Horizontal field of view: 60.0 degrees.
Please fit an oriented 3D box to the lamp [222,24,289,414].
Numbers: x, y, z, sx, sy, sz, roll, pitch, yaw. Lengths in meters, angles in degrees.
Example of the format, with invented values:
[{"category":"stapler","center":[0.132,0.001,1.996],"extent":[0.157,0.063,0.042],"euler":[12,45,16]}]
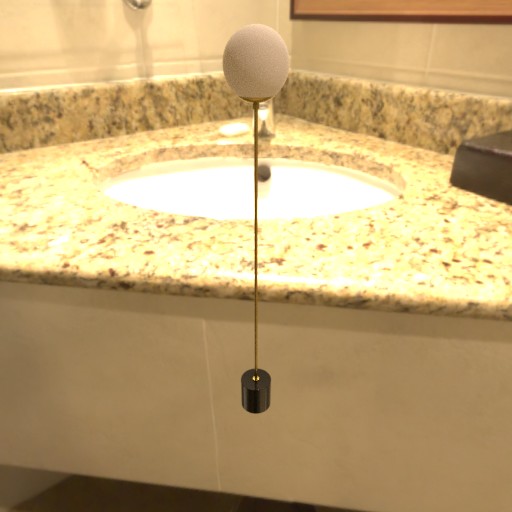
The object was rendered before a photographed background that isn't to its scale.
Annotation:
[{"category":"lamp","center":[0.000,0.000,1.883],"extent":[0.229,1.748,0.229],"euler":[8,30,14]}]
